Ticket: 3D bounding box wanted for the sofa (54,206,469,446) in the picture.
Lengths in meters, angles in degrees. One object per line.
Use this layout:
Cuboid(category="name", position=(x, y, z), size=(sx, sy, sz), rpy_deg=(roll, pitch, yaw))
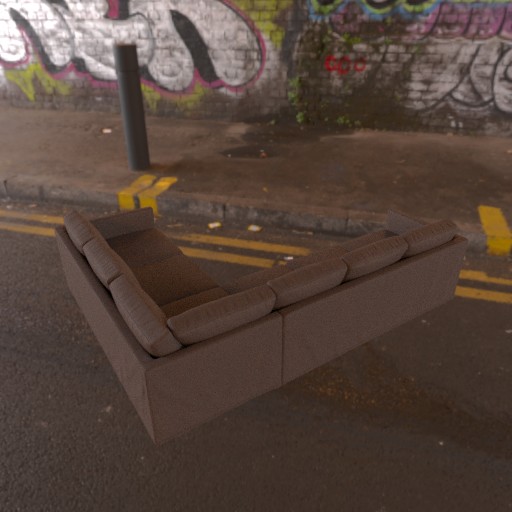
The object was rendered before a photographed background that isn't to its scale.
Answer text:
Cuboid(category="sofa", position=(0.000, 0.000, 4.360), size=(3.182, 0.871, 2.432), rpy_deg=(-18, 34, -29))
